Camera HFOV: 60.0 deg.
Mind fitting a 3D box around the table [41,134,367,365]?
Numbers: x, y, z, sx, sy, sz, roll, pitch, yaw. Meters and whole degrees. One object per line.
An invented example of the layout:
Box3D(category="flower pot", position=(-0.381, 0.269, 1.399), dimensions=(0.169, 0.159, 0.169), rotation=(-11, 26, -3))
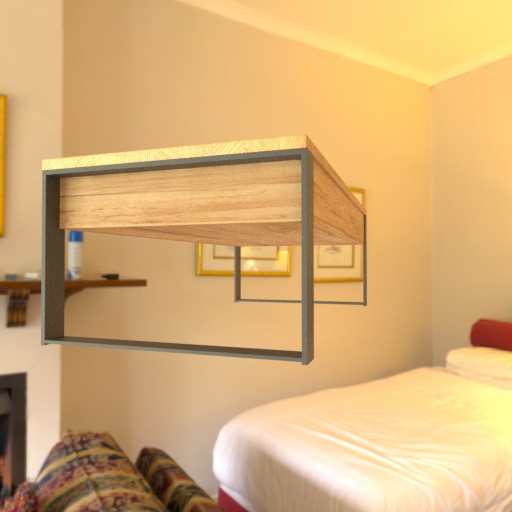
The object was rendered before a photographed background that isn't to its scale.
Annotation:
Box3D(category="table", position=(0.000, 0.000, 1.419), dimensions=(0.590, 0.400, 1.180), rotation=(0, -1, 19))
